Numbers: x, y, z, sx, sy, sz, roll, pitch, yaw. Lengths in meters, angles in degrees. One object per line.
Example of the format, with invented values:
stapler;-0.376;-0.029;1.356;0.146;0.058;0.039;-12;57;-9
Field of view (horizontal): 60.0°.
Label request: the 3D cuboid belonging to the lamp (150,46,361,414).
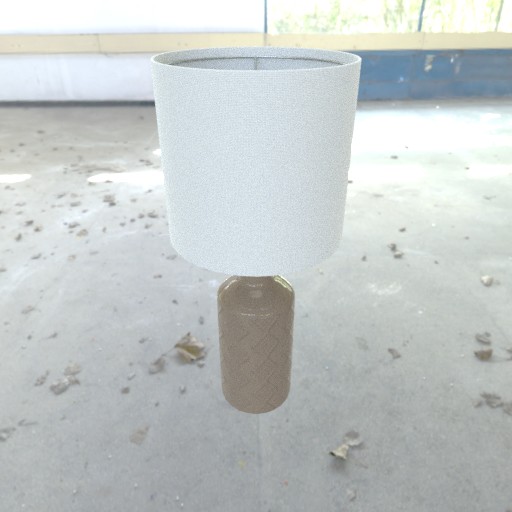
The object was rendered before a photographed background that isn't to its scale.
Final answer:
lamp;0.000;0.000;0.558;0.207;0.461;0.207;0;30;0
